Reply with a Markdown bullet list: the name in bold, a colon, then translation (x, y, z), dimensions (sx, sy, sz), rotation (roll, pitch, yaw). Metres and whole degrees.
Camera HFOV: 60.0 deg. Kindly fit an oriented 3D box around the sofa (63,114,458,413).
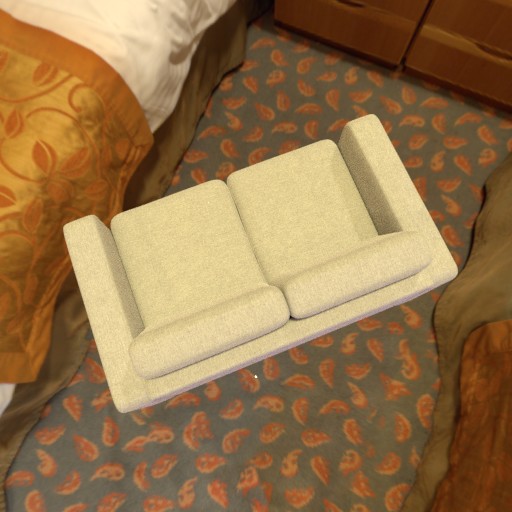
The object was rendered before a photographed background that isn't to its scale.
- **sofa**: translation (0.000, 0.000, 2.093), dimensions (1.540, 0.800, 0.900), rotation (-21, 76, -6)
